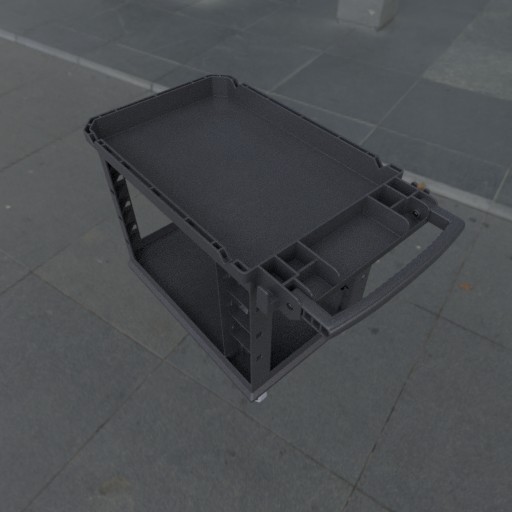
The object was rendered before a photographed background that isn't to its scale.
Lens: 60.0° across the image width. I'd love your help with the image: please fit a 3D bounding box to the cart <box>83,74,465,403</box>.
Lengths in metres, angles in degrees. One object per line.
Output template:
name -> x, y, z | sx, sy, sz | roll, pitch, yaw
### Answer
cart -> 0.000, 0.000, 1.766 | 0.674, 0.884, 1.239 | -32, 55, -27
